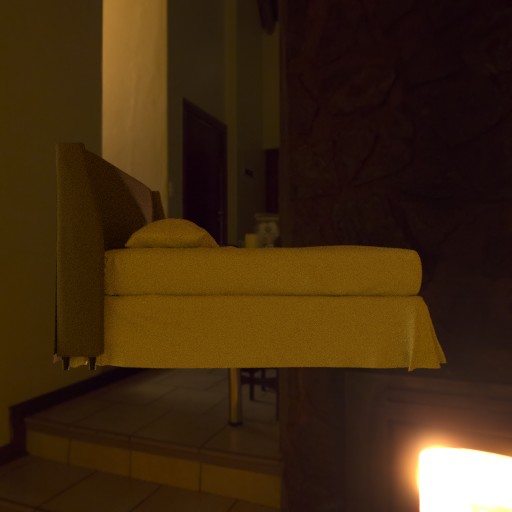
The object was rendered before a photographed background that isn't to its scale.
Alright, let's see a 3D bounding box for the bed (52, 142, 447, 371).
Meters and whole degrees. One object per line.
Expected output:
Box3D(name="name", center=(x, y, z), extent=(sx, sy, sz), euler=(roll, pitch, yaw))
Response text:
Box3D(name="bed", center=(0.000, 0.000, 3.439), extent=(2.276, 1.332, 1.925), euler=(0, 0, 1))
